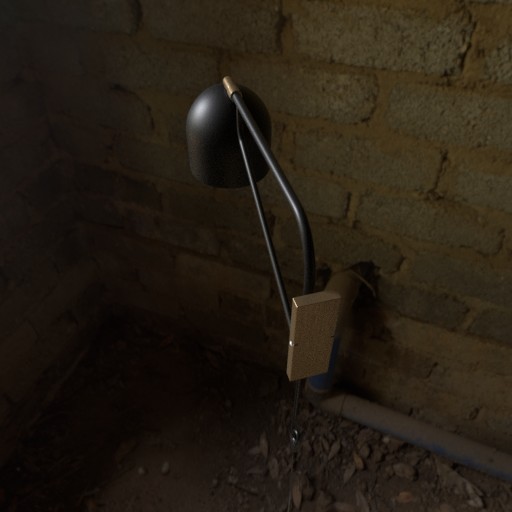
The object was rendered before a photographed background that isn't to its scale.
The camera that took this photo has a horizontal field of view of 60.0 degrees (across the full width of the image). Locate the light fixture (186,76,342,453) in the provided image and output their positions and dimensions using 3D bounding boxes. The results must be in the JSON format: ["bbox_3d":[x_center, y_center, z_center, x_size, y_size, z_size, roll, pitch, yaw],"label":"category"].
[{"bbox_3d":[0.000,0.000,1.081,0.215,0.696,0.720,-11,43,-12],"label":"light fixture"}]
